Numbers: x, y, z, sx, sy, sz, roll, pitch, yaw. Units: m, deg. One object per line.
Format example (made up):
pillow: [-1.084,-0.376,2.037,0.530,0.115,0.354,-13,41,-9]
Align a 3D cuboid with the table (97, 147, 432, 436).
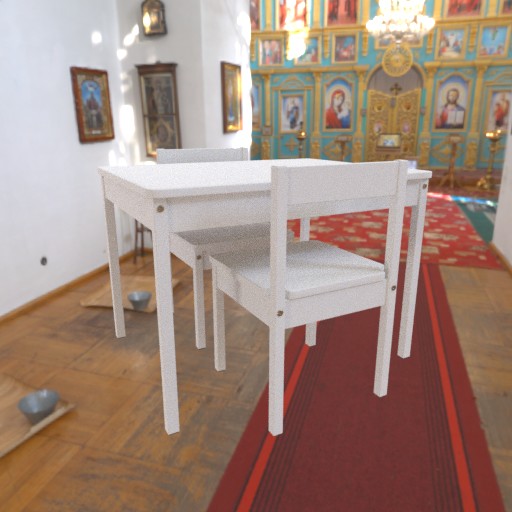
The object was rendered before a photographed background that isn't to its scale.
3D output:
table: [0.000,0.000,1.113,0.650,0.503,0.672,-9,18,-27]
